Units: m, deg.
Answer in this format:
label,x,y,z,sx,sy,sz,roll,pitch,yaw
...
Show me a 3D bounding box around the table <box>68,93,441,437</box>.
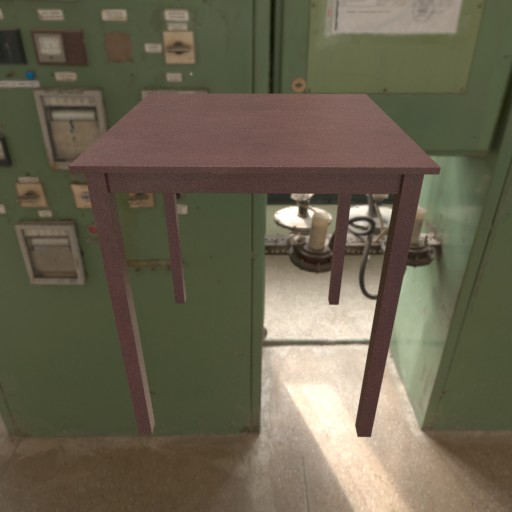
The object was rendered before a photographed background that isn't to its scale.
label,x,y,z,sx,sy,sz,roll,pitch,yaw
table,0.000,0.000,1.646,0.861,0.991,0.861,0,31,1
